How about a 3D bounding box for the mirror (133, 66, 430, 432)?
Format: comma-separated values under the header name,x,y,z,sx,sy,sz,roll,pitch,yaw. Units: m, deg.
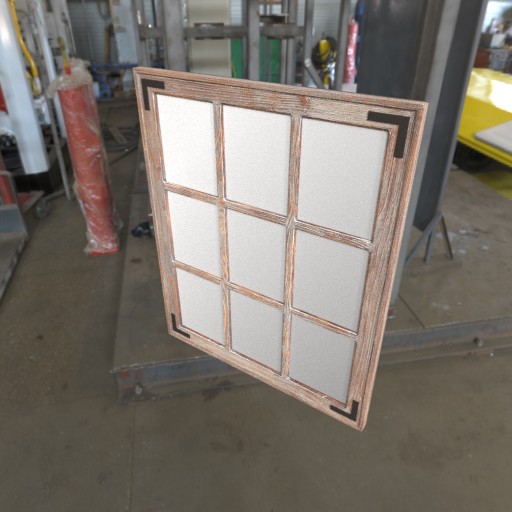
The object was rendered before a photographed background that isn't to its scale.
name,x,y,z,sx,sy,sz,roll,pitch,yaw
mirror,0.000,0.000,1.188,0.730,0.882,0.032,19,36,28
